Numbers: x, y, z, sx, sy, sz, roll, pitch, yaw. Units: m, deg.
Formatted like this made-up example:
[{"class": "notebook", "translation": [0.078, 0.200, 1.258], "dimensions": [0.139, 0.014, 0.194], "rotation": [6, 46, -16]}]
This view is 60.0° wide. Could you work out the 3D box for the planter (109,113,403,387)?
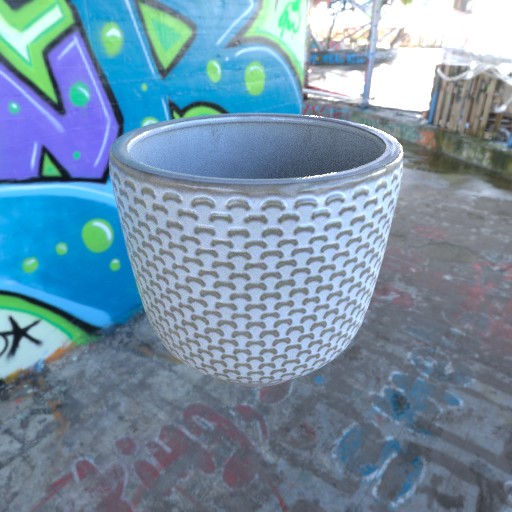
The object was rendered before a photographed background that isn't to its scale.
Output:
[{"class": "planter", "translation": [0.000, 0.000, 0.303], "dimensions": [0.173, 0.160, 0.173], "rotation": [0, 28, 0]}]
